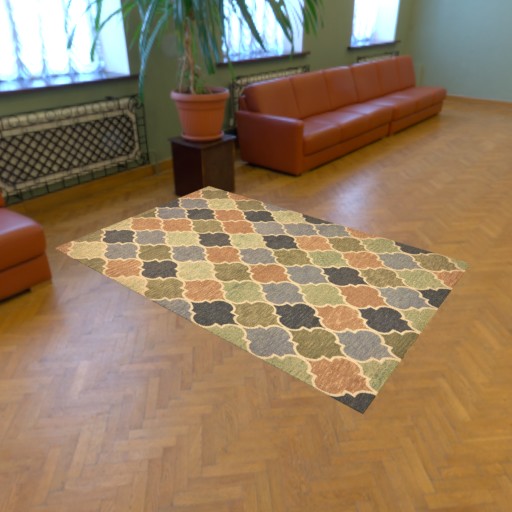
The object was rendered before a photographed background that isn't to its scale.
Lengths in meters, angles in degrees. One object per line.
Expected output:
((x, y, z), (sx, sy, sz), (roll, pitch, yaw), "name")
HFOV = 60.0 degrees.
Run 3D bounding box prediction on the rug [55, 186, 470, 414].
((0.000, 0.000, 2.338), (1.828, 0.006, 1.216), (21, 35, 33), "rug")
